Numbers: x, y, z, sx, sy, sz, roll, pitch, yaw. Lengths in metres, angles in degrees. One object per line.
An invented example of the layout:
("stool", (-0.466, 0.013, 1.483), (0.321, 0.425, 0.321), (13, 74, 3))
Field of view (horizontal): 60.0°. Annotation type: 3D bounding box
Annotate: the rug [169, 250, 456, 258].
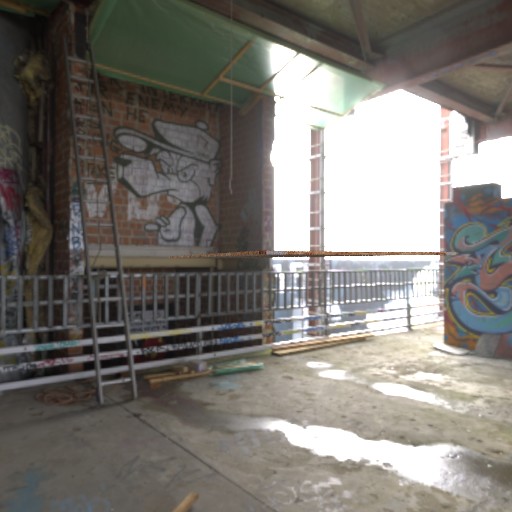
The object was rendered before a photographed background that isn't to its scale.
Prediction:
("rug", (0.000, 0.000, 2.433), (0.680, 0.014, 2.237), (0, -1, -18))
